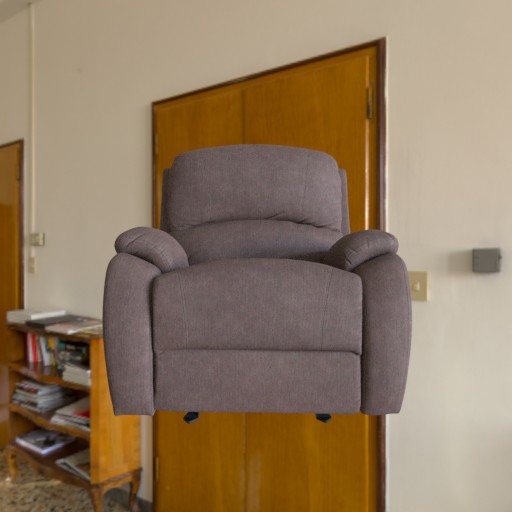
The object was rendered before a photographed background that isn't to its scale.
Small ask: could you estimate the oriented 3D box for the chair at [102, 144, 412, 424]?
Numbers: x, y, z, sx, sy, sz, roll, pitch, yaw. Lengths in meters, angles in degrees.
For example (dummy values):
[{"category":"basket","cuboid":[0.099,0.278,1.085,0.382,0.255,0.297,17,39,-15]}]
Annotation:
[{"category":"chair","cuboid":[0.000,0.000,1.708,0.930,1.011,0.899,0,0,-1]}]
